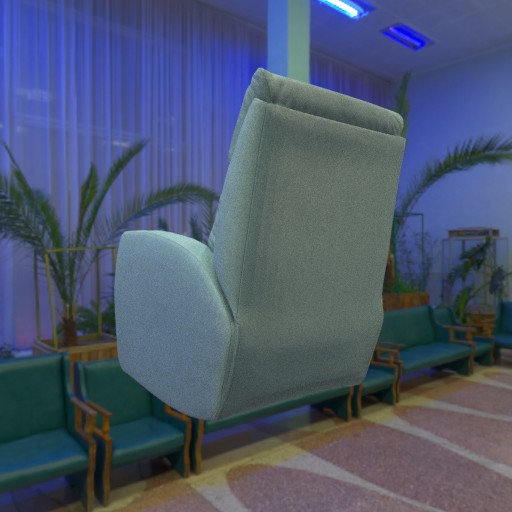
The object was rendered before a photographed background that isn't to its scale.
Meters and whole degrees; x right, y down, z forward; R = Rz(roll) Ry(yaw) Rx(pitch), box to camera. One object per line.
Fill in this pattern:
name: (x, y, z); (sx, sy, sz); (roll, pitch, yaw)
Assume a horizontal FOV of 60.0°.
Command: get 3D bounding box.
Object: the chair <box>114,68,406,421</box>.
chair: (0.000, 0.000, 1.668); (0.812, 1.013, 0.940); (0, 0, -36)
